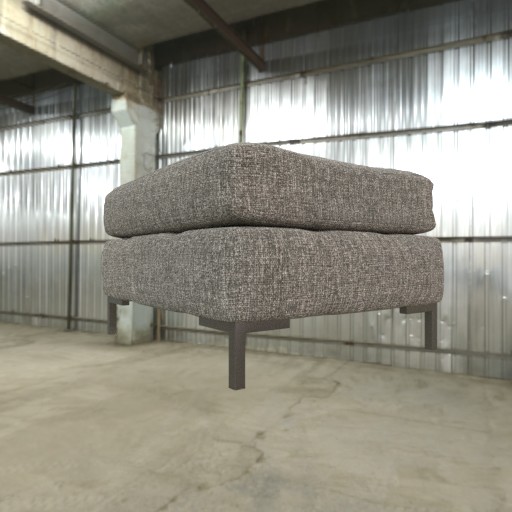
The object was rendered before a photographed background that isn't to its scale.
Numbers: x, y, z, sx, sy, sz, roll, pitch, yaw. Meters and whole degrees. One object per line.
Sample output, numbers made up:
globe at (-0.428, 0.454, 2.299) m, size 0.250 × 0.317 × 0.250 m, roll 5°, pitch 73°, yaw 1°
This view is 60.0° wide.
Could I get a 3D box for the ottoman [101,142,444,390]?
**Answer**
ottoman at (0.000, 0.000, 1.260) m, size 0.683 × 0.480 × 0.828 m, roll 0°, pitch 0°, yaw -36°
